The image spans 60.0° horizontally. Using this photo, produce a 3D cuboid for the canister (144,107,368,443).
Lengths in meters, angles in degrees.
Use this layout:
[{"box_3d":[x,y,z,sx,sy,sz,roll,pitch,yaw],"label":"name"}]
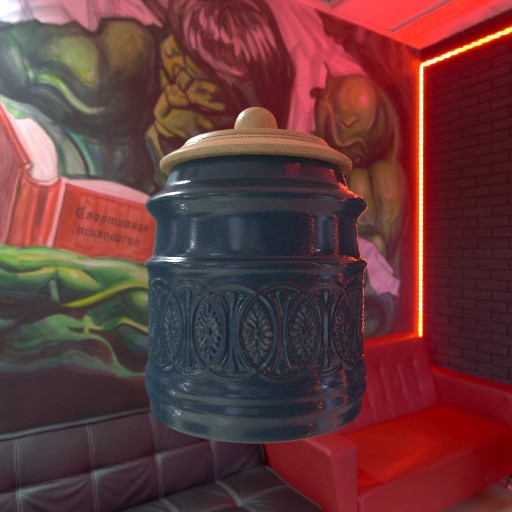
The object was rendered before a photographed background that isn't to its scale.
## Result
[{"box_3d":[0.000,0.000,0.266,0.130,0.176,0.130,0,0,0],"label":"canister"}]
